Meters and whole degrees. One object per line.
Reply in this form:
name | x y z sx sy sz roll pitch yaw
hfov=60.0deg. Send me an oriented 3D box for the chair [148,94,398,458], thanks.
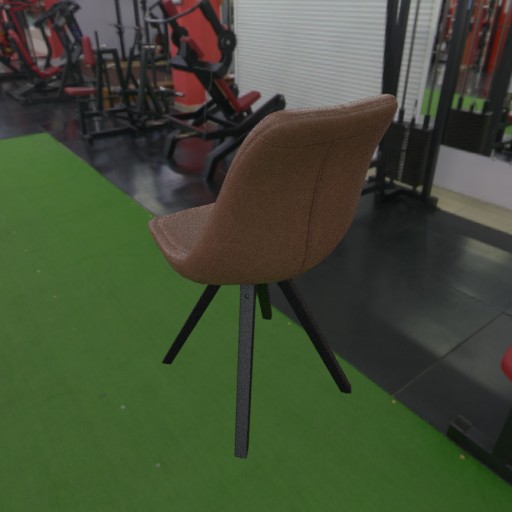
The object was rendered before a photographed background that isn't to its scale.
chair | 0.000 0.000 1.148 0.475 0.850 0.550 -19 35 -30
